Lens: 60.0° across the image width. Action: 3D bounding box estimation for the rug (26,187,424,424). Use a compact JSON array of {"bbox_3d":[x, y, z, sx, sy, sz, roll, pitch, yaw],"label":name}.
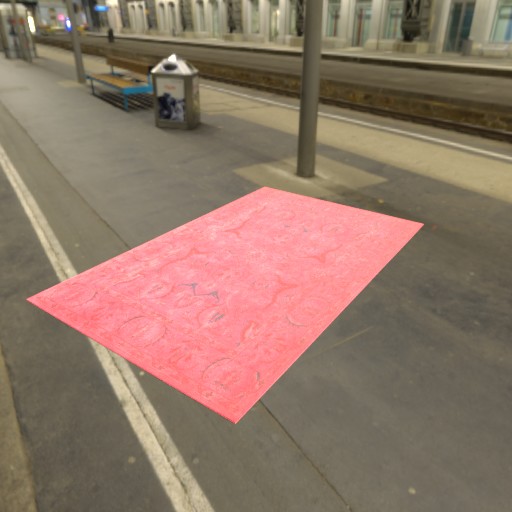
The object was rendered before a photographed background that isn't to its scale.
[{"bbox_3d":[0.000,0.000,3.034,1.534,0.010,2.423,19,33,31],"label":"rug"}]
